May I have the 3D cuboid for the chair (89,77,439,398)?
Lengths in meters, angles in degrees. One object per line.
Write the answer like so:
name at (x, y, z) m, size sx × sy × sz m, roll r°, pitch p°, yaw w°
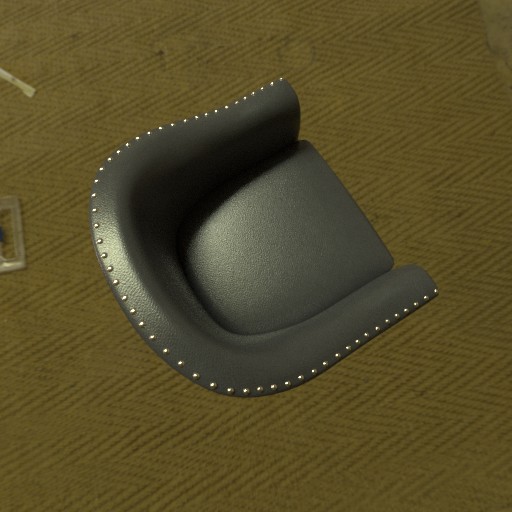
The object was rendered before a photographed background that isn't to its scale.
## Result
chair at (0.000, 0.000, 1.426) m, size 0.748 × 0.823 × 0.794 m, roll -31°, pitch 78°, yaw -8°
